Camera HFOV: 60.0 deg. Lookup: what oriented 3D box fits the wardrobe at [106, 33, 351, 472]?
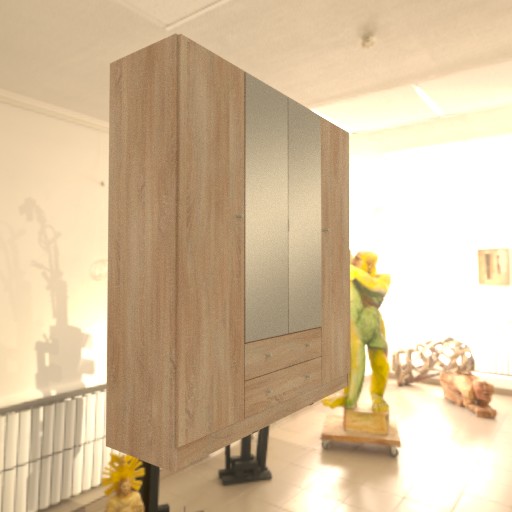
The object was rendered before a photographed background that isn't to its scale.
[{"bbox_3d":[0.000,0.000,3.119,0.598,2.159,1.998,-1,-2,36],"label":"wardrobe"}]
